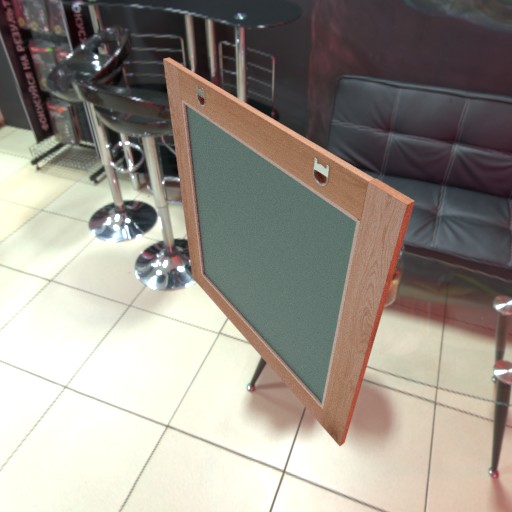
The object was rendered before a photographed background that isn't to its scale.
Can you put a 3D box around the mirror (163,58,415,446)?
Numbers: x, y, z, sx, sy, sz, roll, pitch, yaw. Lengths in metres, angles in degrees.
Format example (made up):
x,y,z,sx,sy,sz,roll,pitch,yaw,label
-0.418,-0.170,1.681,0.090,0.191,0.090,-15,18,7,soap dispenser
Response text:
x,y,z,sx,sy,sz,roll,pitch,yaw,label
0.000,0.000,1.180,0.020,0.800,0.800,-26,48,-26,mirror
